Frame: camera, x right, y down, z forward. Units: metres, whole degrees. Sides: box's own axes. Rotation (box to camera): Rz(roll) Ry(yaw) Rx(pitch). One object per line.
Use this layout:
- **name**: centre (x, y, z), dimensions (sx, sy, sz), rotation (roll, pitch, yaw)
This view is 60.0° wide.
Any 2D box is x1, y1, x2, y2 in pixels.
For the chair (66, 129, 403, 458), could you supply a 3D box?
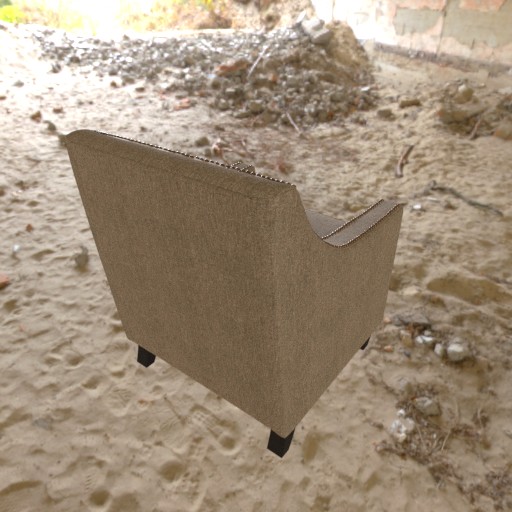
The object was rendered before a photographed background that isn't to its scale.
- **chair**: centre (0.000, 0.000, 1.625), dimensions (0.776, 0.967, 0.884), rotation (21, 37, 32)
